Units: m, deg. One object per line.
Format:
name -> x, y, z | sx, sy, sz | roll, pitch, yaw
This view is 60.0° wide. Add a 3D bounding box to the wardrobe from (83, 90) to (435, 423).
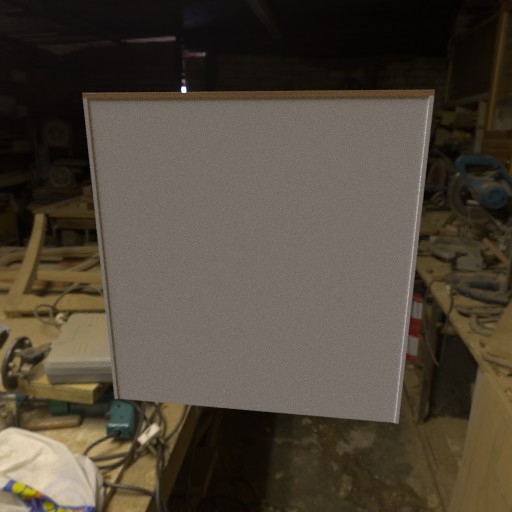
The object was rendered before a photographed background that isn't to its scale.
wardrobe -> 0.000, 0.000, 3.297 | 2.160, 2.260, 0.590 | 2, 17, 8
